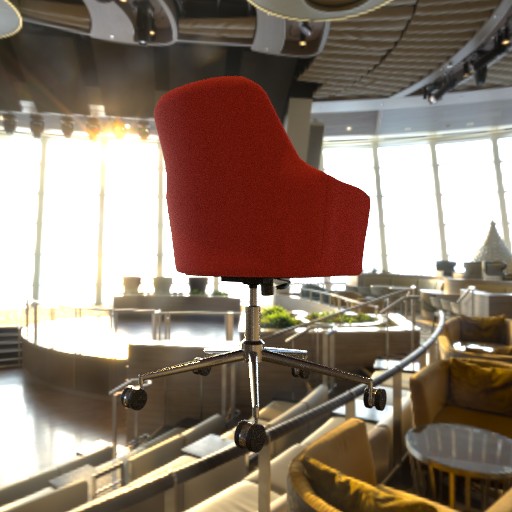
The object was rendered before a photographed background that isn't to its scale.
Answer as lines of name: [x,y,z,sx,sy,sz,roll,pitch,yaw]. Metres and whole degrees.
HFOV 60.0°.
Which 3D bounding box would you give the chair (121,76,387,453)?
chair: [0.000,0.000,1.269,0.655,0.820,0.600,0,0,36]
